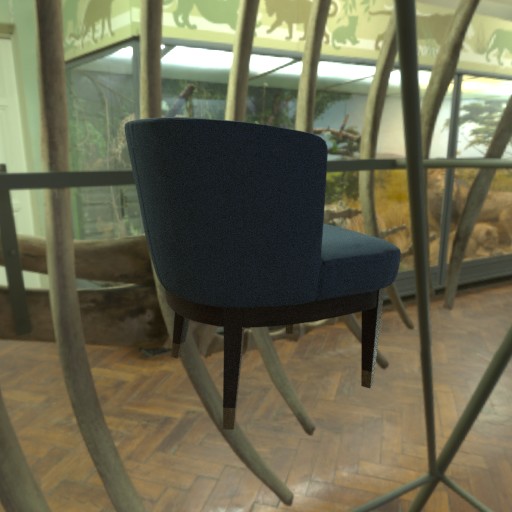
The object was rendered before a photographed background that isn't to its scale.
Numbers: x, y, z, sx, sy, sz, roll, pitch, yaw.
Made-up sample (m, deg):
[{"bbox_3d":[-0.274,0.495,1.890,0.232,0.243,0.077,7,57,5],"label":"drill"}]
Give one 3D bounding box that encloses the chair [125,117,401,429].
[{"bbox_3d":[0.000,0.000,1.322,0.702,0.760,0.661,-7,15,-26],"label":"chair"}]
